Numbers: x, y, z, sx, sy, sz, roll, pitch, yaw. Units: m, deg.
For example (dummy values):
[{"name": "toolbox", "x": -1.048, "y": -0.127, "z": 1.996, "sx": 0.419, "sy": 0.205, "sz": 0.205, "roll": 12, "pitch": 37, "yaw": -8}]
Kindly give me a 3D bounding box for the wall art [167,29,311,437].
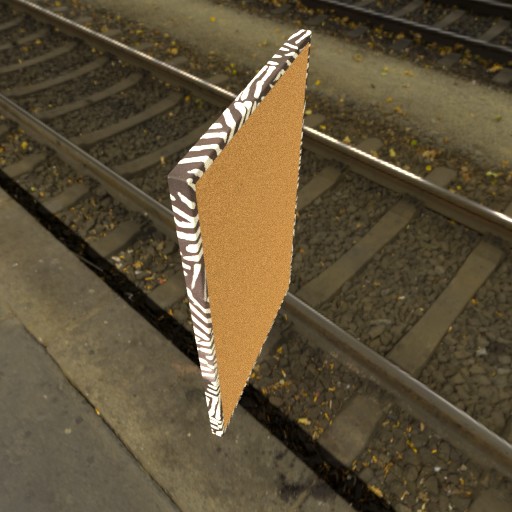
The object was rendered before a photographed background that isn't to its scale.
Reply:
[{"name": "wall art", "x": 0.000, "y": 0.000, "z": 1.160, "sx": 0.035, "sy": 0.918, "sz": 0.615, "roll": 16, "pitch": 48, "yaw": 15}]
